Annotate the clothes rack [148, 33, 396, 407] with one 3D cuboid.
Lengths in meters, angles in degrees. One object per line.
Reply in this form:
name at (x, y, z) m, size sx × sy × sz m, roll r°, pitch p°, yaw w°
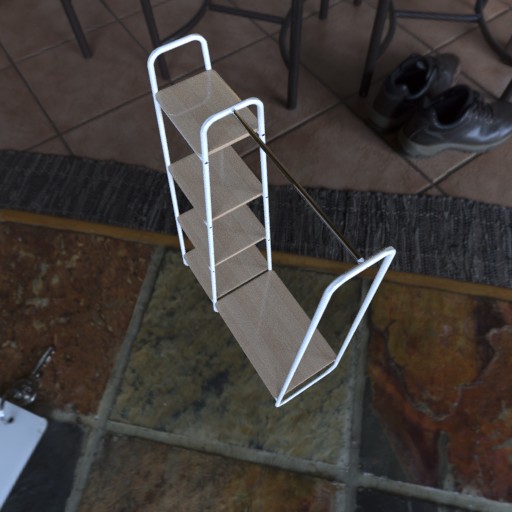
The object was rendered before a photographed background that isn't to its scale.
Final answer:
clothes rack at (0.000, 0.000, 1.948) m, size 0.400 × 1.500 × 1.011 m, roll -30°, pitch 66°, yaw -15°
